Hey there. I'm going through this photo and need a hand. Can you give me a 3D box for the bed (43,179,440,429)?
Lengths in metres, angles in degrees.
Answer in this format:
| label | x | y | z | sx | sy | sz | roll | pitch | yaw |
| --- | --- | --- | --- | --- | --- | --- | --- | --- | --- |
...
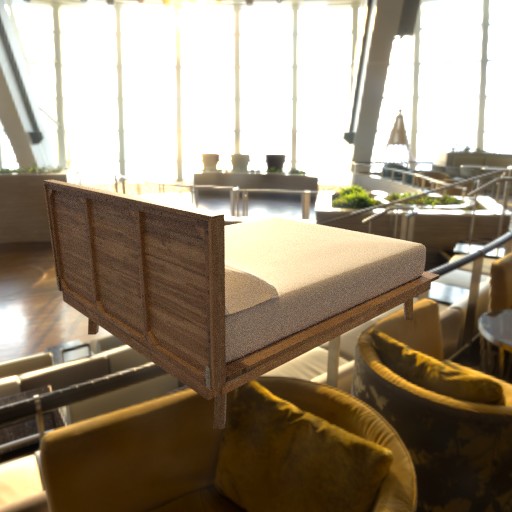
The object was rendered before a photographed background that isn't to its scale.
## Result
| label | x | y | z | sx | sy | sz | roll | pitch | yaw |
| --- | --- | --- | --- | --- | --- | --- | --- | --- | --- |
| bed | 0.000 | 0.000 | 3.104 | 2.145 | 1.071 | 1.759 | -14 | 21 | -42 |
